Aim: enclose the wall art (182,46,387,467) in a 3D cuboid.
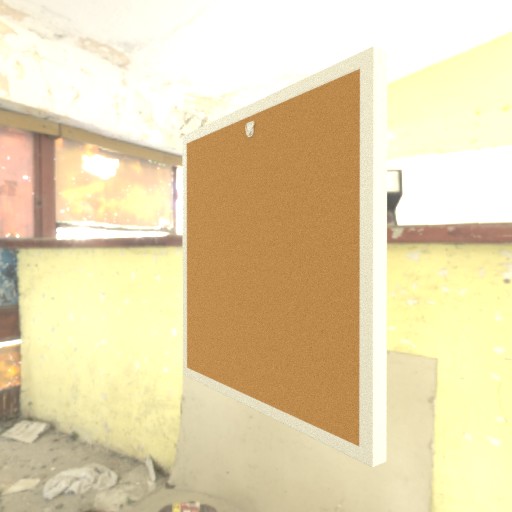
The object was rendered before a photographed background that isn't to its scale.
[{"bbox_3d":[0.000,0.000,1.116,0.050,0.762,0.761,0,1,-36],"label":"wall art"}]
